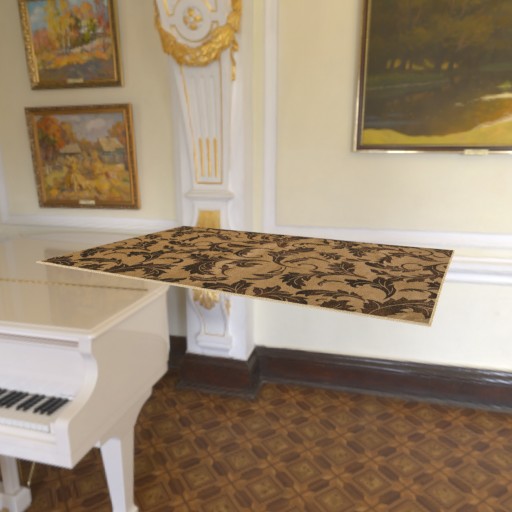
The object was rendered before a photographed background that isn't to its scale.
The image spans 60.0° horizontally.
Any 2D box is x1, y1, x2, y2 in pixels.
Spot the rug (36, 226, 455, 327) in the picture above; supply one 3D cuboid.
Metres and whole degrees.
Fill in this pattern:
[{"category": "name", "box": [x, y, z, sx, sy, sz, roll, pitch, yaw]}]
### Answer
[{"category": "rug", "box": [0.000, 0.000, 2.874, 2.284, 0.008, 1.522, 7, 15, 26]}]
